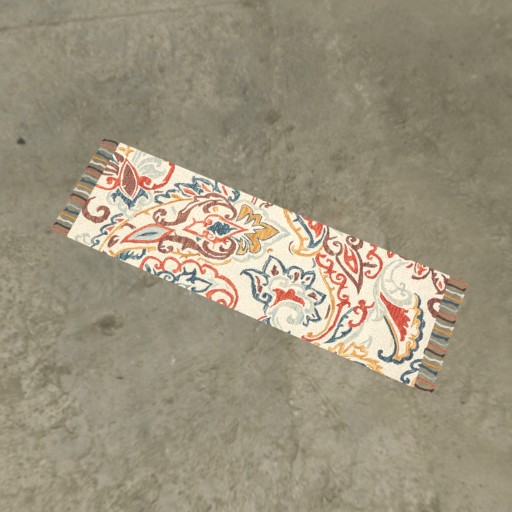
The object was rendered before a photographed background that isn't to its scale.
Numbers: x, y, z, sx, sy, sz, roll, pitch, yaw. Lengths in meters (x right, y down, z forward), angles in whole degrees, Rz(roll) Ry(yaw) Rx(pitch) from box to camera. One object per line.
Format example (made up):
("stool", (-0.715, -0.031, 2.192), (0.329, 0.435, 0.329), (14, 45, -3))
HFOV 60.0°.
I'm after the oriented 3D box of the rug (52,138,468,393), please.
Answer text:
("rug", (0.000, 0.000, 2.939), (2.682, 0.015, 0.763), (23, 76, 6))
